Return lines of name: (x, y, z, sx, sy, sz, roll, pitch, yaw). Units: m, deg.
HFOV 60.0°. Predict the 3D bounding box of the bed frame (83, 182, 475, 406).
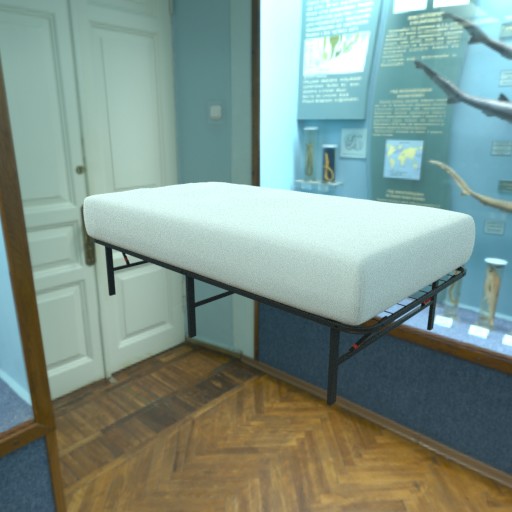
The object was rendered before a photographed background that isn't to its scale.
bed frame: (0.000, 0.000, 2.405, 1.908, 0.640, 1.025, 15, 22, 42)
